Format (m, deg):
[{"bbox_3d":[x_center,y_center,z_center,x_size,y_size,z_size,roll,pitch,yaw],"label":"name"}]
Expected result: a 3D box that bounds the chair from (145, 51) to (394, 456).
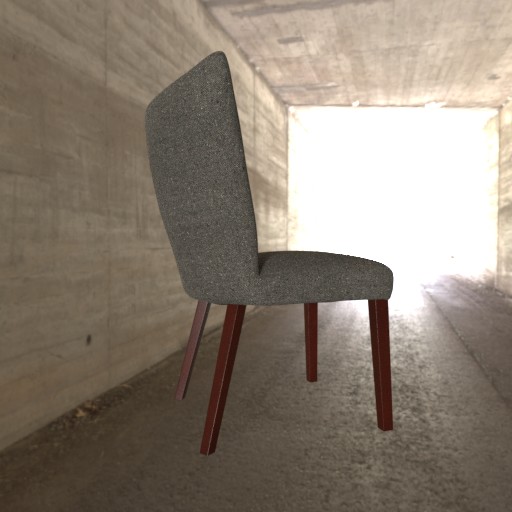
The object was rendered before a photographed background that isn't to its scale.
[{"bbox_3d":[0.000,0.000,1.291,0.623,0.924,0.535,-1,2,-19],"label":"chair"}]
